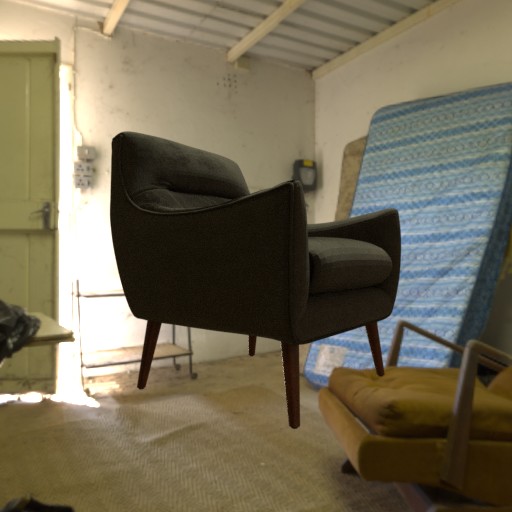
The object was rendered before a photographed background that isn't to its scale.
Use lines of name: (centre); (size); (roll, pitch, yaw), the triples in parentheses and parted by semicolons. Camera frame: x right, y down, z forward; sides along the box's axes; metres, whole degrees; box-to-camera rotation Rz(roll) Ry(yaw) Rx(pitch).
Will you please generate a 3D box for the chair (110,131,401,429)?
chair: (0.000, 0.000, 1.506); (0.787, 0.838, 0.762); (0, -1, 36)
